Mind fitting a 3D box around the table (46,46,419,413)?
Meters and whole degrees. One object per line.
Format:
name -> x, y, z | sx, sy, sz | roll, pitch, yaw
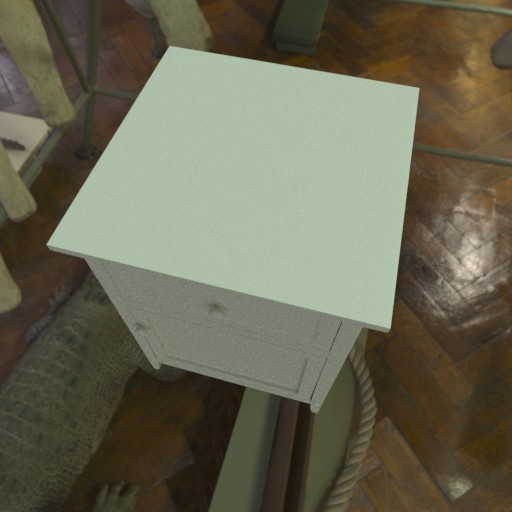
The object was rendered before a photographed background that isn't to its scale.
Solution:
table -> 0.000, 0.000, 0.768 | 0.381, 0.483, 0.381 | 13, 59, 8
